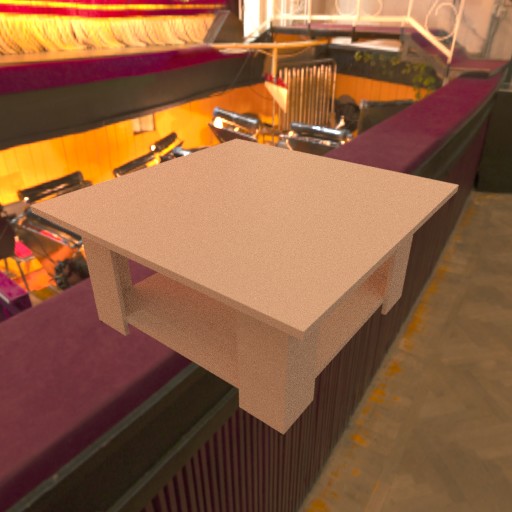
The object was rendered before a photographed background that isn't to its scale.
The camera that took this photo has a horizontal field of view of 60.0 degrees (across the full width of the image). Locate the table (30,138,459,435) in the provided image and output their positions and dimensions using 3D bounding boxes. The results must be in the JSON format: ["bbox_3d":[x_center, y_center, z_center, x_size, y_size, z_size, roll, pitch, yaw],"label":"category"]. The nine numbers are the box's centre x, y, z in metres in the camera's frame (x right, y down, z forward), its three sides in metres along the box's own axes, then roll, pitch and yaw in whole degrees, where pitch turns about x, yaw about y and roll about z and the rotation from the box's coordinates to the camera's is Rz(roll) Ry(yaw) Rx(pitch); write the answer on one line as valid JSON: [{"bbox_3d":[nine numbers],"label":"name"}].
[{"bbox_3d":[0.000,0.000,1.050,0.670,0.305,0.670,21,36,32],"label":"table"}]
